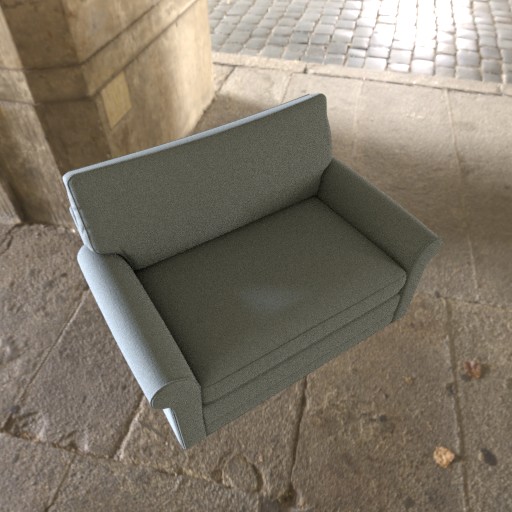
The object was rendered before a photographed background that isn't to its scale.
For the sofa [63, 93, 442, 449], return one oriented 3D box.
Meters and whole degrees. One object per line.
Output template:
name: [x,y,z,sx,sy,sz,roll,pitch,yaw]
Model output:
sofa: [0.000,0.000,2.032,1.410,0.953,0.940,-25,51,-22]
